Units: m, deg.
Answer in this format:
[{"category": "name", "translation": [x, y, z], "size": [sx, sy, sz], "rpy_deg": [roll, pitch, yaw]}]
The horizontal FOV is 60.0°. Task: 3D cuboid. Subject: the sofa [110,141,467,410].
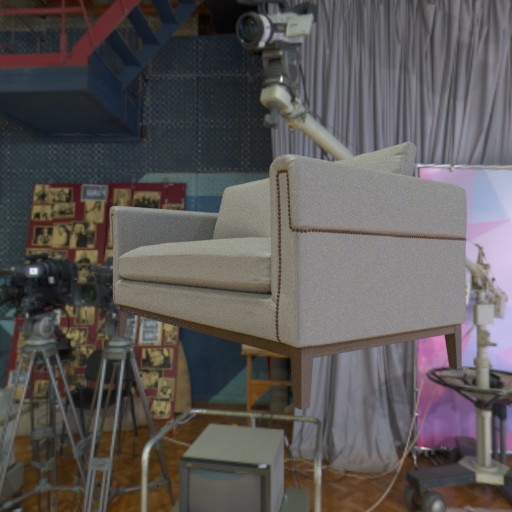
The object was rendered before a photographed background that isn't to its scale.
[{"category": "sofa", "translation": [0.000, 0.000, 2.088], "size": [0.899, 0.873, 1.598], "rpy_deg": [0, -1, -36]}]
